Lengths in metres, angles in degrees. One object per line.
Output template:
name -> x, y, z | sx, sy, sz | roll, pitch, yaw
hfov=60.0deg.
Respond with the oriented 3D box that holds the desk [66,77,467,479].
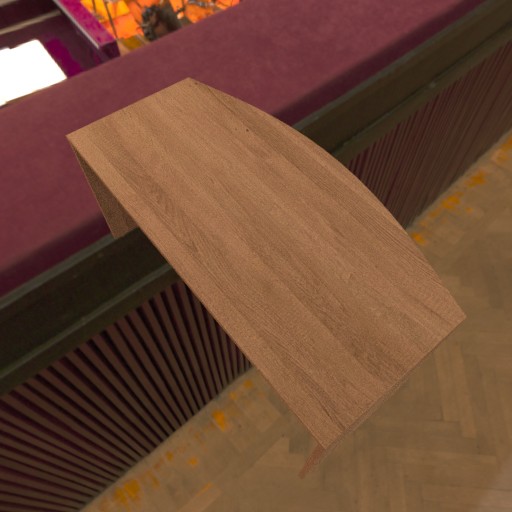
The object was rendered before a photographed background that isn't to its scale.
desk -> 0.000, 0.000, 2.011 | 0.802, 0.752, 1.600 | -34, 64, -20
